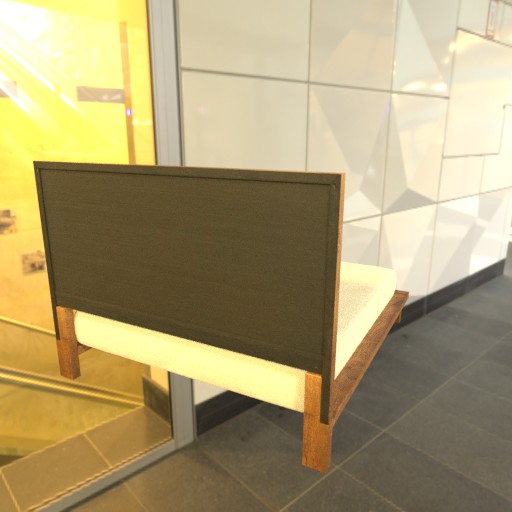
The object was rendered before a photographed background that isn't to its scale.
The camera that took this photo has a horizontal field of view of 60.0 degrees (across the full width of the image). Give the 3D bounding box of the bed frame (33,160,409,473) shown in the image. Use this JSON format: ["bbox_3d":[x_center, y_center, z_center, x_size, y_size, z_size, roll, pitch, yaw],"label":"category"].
[{"bbox_3d":[0.000,0.000,3.515,2.038,1.537,2.235,8,17,27],"label":"bed frame"}]
